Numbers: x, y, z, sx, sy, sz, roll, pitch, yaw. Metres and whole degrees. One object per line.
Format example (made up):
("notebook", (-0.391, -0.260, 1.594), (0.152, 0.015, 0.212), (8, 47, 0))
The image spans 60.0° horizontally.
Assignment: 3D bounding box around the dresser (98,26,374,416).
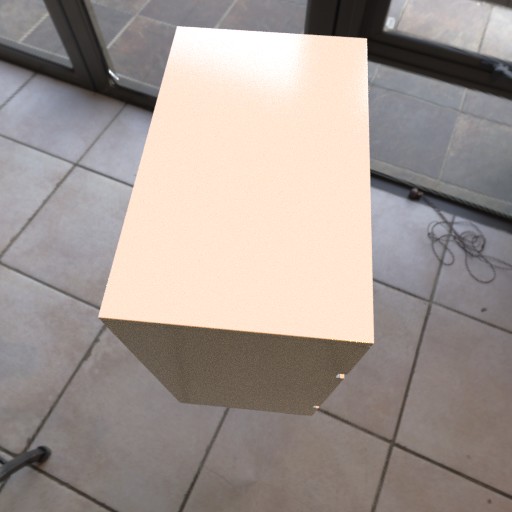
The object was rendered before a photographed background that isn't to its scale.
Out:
("dresser", (0.000, 0.000, 1.140), (0.400, 0.800, 0.650), (5, 63, 3))
